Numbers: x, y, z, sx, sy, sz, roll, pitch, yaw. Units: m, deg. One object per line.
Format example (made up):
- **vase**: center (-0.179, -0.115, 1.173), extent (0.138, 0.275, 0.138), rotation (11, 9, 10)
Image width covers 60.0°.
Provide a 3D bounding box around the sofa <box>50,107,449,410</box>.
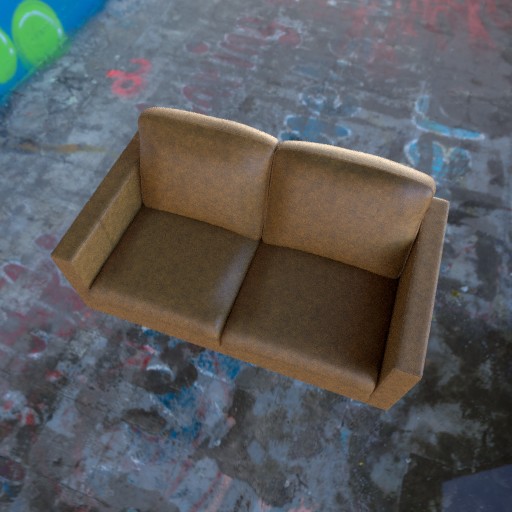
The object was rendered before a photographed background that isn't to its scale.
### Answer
- **sofa**: center (0.000, 0.000, 2.128), extent (1.578, 0.951, 0.909), rotation (17, 60, 10)
